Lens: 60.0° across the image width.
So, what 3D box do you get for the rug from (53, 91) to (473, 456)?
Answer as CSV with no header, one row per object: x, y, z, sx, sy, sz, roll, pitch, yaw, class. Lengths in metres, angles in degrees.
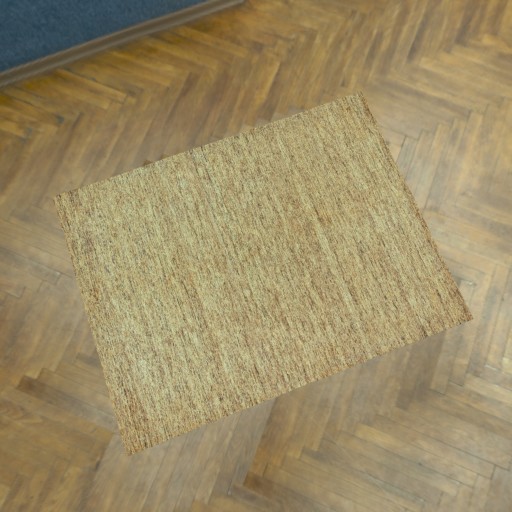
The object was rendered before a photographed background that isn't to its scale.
0.000,0.000,4.062,3.200,0.012,2.438,-20,77,-5,rug
